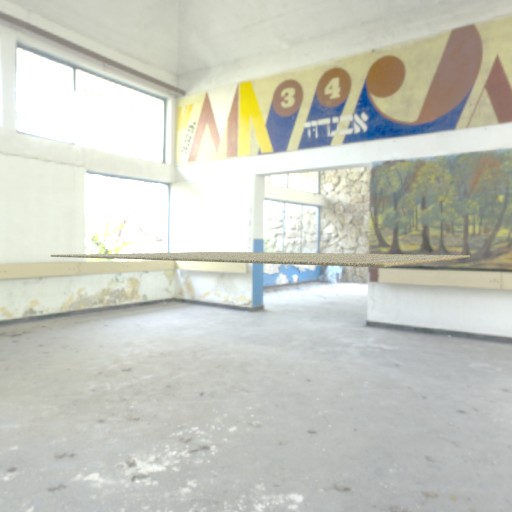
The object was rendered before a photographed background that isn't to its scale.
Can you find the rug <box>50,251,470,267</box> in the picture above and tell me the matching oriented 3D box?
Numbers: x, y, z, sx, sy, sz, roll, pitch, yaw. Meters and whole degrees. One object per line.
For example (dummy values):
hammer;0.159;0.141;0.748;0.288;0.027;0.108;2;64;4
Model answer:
rug;0.000;0.000;2.321;1.824;0.010;1.240;1;2;36
